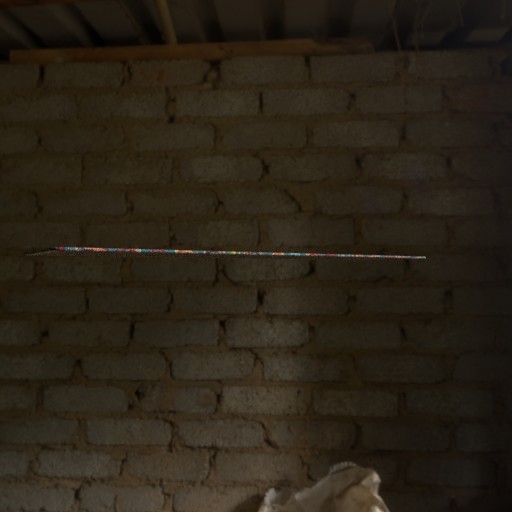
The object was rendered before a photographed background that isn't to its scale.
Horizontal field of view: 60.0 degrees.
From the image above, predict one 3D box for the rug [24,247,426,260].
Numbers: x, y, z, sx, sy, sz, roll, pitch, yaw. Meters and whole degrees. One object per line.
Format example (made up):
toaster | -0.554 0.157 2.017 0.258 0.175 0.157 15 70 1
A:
rug | 0.000 0.000 2.532 2.286 0.013 0.686 1 -2 -35
